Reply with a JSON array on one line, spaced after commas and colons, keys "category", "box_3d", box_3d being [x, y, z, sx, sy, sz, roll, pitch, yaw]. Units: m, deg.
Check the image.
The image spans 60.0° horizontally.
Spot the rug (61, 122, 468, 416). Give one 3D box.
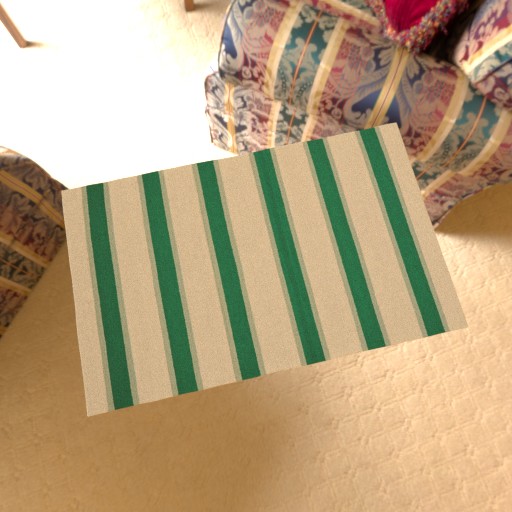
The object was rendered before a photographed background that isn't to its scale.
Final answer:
[{"category": "rug", "box_3d": [0.000, 0.000, 2.952, 2.436, 0.015, 1.521, -12, 75, -3]}]
